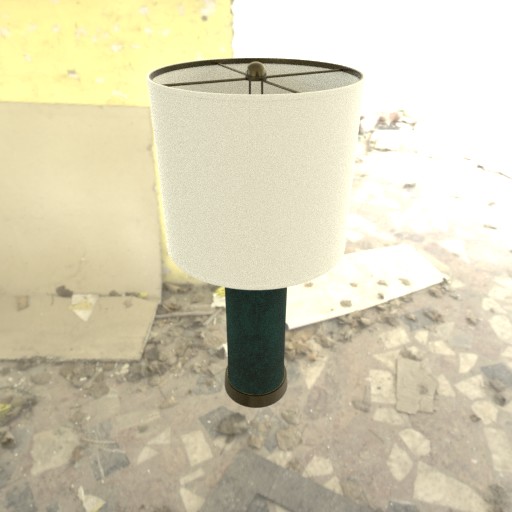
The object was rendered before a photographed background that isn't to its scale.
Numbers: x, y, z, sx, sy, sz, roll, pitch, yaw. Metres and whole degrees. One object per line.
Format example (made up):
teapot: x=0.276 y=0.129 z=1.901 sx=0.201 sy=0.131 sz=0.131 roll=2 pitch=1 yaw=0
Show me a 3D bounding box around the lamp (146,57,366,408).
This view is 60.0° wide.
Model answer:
lamp: x=0.000 y=0.000 z=0.777 sx=0.301 sy=0.630 sz=0.301 roll=10 pitch=33 yaw=16
